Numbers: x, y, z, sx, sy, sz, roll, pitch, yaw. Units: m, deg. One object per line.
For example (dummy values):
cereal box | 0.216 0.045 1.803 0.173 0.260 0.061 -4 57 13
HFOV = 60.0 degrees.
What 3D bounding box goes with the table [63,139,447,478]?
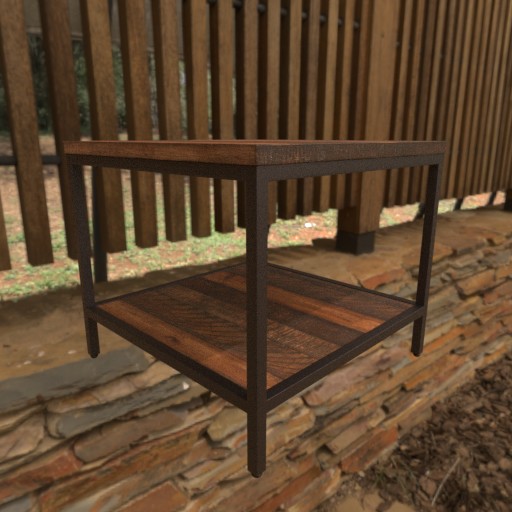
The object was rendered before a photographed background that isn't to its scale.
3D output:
table | 0.000 0.000 0.959 0.548 0.482 0.553 14 21 43
